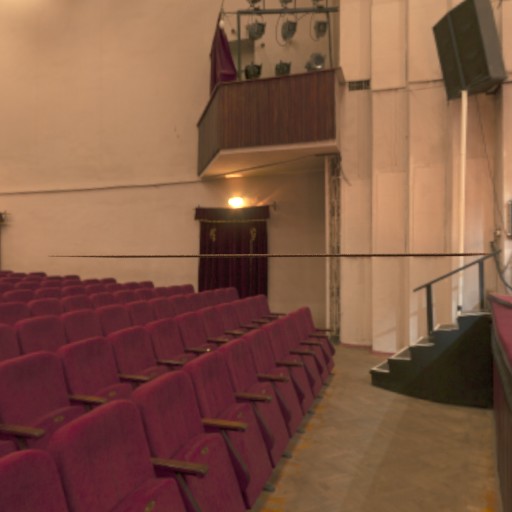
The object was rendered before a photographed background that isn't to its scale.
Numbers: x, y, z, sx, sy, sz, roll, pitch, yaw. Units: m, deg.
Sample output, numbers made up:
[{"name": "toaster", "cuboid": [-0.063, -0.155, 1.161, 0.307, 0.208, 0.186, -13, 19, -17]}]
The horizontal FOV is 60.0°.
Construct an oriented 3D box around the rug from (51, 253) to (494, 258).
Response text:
[{"name": "rug", "cuboid": [0.000, 0.000, 2.668, 2.437, 0.005, 0.688, 0, -1, 17]}]
